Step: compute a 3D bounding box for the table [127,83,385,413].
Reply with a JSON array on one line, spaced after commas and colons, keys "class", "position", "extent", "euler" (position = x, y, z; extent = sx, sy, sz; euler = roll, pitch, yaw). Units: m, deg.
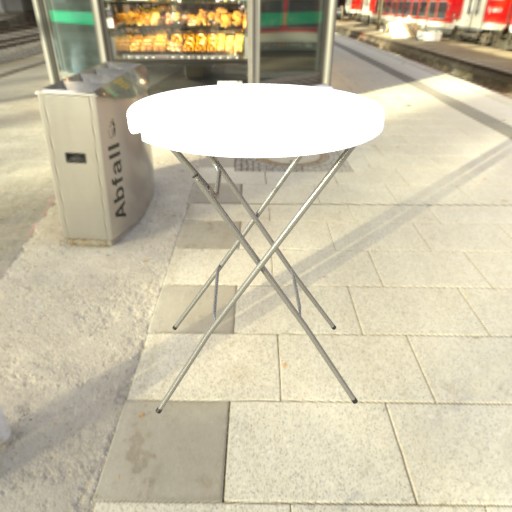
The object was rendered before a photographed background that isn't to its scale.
[{"class": "table", "position": [0.000, 0.000, 1.675], "extent": [0.795, 1.105, 0.792], "euler": [-1, 30, -2]}]
